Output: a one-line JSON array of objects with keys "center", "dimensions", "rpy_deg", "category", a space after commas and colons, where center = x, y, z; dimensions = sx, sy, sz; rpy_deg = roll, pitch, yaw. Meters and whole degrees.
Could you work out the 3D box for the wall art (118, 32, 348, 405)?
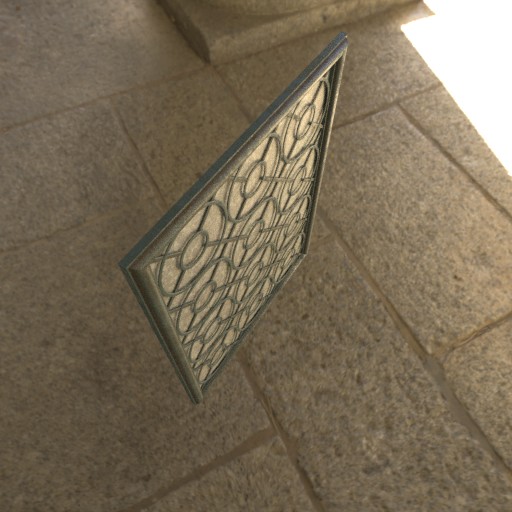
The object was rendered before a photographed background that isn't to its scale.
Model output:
[{"center": [0.000, 0.000, 1.305], "dimensions": [0.030, 0.983, 0.767], "rpy_deg": [30, 63, 17], "category": "wall art"}]
